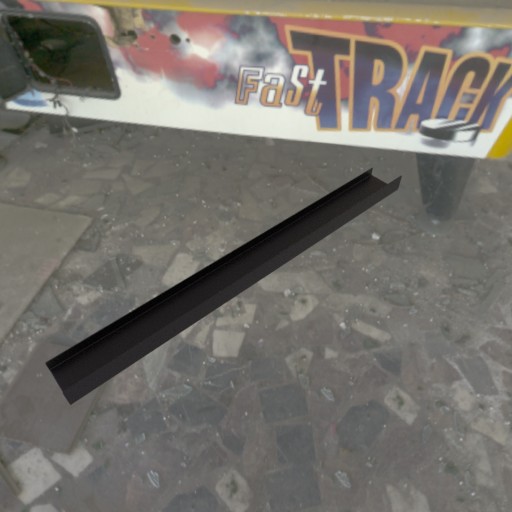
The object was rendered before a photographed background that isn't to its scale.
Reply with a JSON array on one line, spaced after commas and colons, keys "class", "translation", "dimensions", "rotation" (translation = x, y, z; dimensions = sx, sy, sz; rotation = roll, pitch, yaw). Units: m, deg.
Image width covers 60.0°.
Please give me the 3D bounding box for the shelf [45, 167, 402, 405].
[{"class": "shelf", "translation": [0.000, 0.000, 0.982], "dimensions": [0.924, 0.049, 0.092], "rotation": [-32, 54, -27]}]
